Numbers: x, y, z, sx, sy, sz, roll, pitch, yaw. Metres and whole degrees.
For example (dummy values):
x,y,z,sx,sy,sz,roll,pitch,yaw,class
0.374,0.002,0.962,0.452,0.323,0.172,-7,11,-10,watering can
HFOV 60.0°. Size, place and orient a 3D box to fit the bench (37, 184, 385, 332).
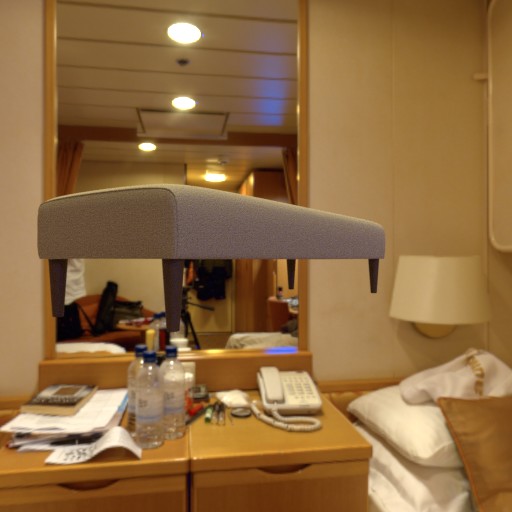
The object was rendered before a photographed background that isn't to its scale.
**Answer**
x,y,z,sx,sy,sz,roll,pitch,yaw,class
0.000,0.000,1.903,0.646,0.393,1.609,0,0,34,bench
